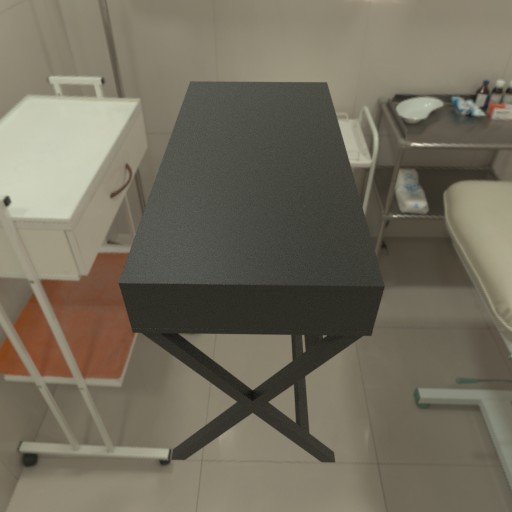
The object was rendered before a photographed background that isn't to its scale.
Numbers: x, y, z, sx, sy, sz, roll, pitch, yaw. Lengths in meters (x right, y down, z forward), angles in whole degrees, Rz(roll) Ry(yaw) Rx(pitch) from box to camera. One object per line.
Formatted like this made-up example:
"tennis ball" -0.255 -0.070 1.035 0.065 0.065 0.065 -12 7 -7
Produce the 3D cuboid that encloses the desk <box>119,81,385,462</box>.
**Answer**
"desk" 0.000 0.000 1.491 0.504 0.780 1.057 1 41 1
